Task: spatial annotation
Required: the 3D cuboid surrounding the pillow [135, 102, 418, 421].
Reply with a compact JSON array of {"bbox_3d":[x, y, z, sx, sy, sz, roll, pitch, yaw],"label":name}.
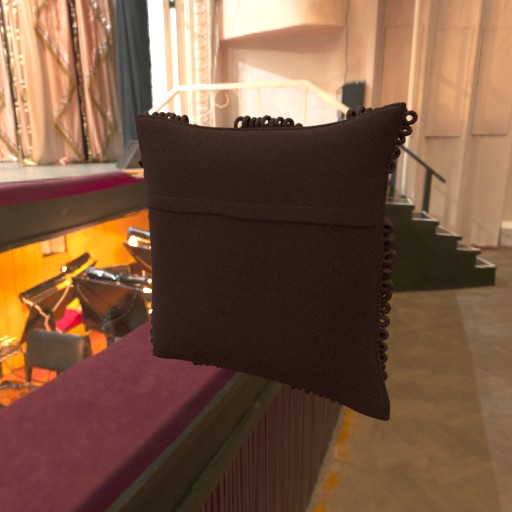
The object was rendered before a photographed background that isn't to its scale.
[{"bbox_3d":[0.000,0.000,0.733,0.470,0.467,0.172,7,17,26],"label":"pillow"}]
